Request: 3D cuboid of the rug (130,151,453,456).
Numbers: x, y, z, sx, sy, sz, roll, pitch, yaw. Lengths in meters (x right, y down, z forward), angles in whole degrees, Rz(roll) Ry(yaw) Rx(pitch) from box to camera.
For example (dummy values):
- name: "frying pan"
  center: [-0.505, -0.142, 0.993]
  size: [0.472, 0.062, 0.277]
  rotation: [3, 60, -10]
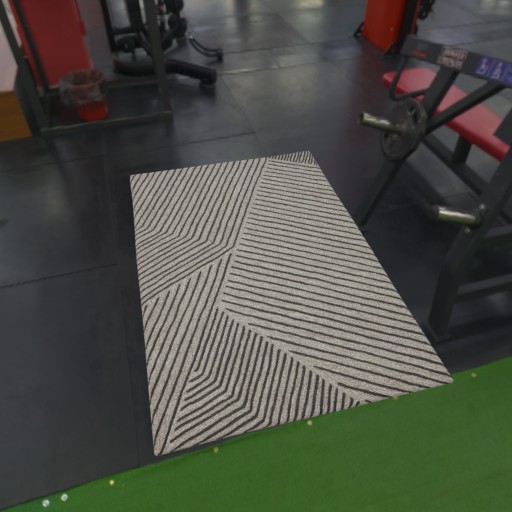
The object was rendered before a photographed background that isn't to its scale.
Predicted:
- name: "rug"
  center: [0.000, 0.000, 2.366]
  size: [1.237, 0.019, 1.842]
  rotation: [-10, 46, -10]
